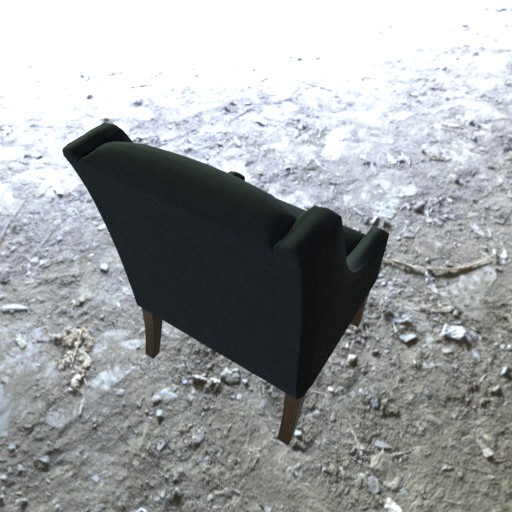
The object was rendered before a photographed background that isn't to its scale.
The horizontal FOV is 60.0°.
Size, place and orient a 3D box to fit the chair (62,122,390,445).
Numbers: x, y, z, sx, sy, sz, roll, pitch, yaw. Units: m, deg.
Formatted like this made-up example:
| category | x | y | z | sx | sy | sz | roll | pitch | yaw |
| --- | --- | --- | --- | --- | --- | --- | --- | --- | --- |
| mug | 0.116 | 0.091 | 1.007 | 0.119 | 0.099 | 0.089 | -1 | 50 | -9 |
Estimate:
| category | x | y | z | sx | sy | sz | roll | pitch | yaw |
| --- | --- | --- | --- | --- | --- | --- | --- | --- | --- |
| chair | 0.000 | 0.000 | 1.333 | 0.629 | 0.895 | 0.629 | 25 | 51 | 22 |
